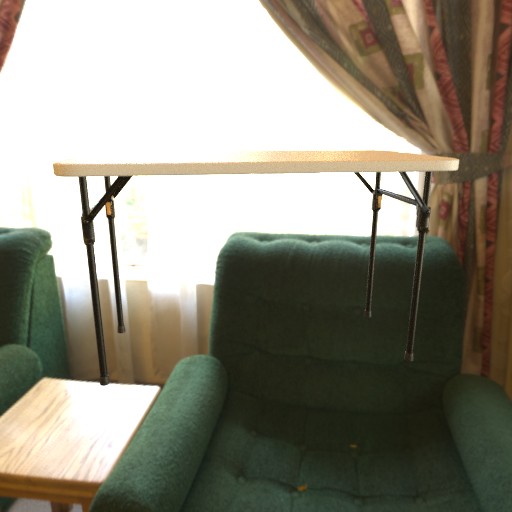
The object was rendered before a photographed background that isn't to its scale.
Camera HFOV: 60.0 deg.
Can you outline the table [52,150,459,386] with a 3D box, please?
[{"bbox_3d":[0.000,0.000,1.642,1.219,0.729,0.610,-2,16,-8],"label":"table"}]
